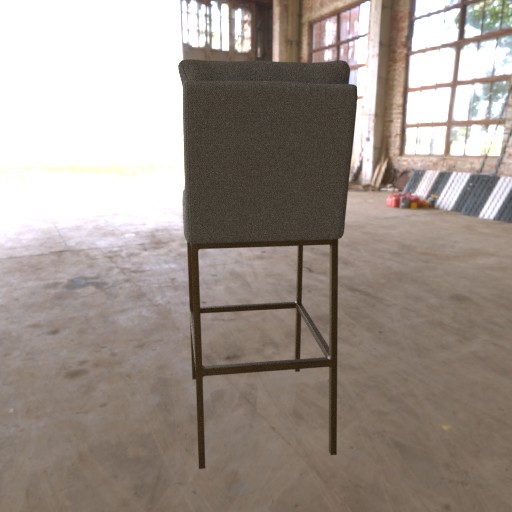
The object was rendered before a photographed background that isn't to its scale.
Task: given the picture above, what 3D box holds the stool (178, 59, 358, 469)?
[{"bbox_3d":[0.000,0.000,1.440,0.463,1.132,0.569,-2,14,-8],"label":"stool"}]
